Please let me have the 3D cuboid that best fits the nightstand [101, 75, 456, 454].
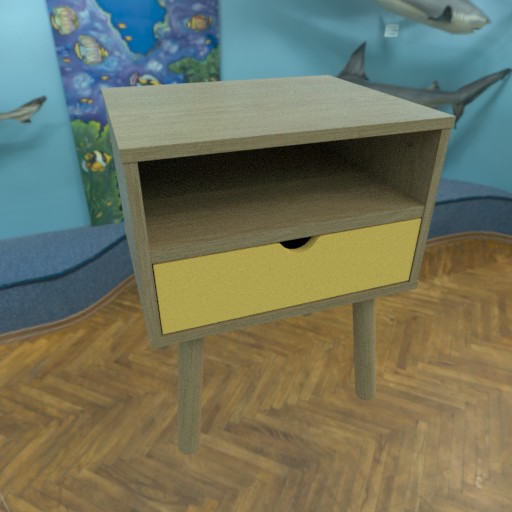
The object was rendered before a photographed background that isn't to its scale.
[{"bbox_3d":[0.000,0.000,0.845,0.450,0.571,0.380,-10,32,-17],"label":"nightstand"}]
